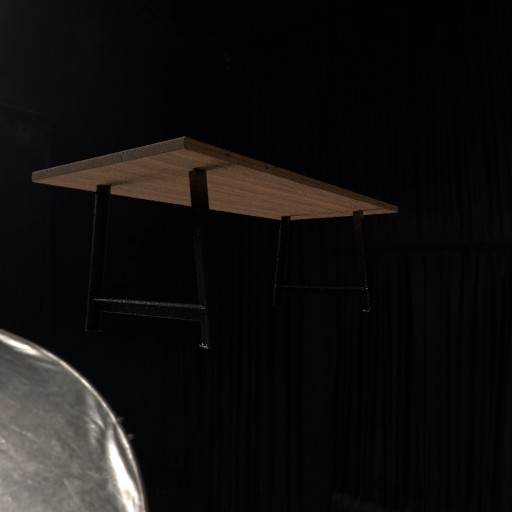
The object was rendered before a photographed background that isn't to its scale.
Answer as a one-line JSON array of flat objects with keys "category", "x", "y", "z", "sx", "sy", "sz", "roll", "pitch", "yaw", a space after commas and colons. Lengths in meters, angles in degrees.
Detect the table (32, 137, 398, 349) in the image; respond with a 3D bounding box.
[{"category": "table", "x": 0.000, "y": 0.000, "z": 2.664, "sx": 1.000, "sy": 0.757, "sz": 2.200, "roll": -1, "pitch": -1, "yaw": 36}]
